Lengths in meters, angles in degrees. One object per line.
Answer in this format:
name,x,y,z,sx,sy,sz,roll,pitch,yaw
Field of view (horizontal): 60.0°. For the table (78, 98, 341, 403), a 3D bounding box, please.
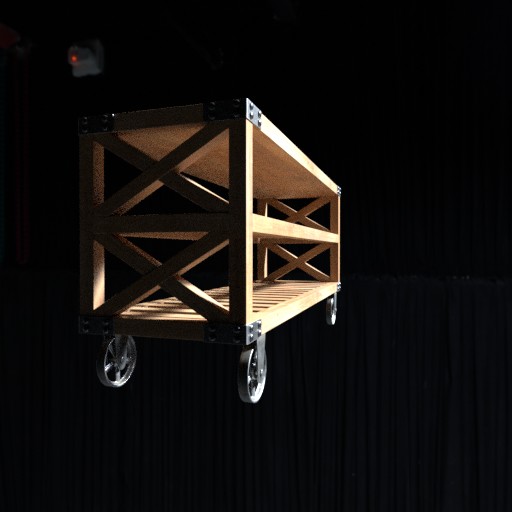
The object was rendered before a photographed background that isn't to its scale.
table,0.000,0.000,1.750,0.467,0.711,1.487,0,1,19
